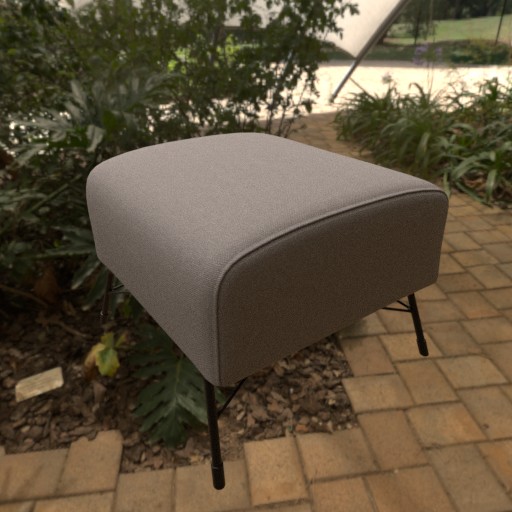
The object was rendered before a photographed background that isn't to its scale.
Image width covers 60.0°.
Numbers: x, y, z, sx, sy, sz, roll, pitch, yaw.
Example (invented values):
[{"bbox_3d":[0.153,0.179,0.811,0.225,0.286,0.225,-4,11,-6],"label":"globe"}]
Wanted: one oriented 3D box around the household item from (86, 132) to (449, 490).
[{"bbox_3d":[0.000,0.000,0.895,0.530,0.410,0.530,-19,33,-31],"label":"household item"}]
